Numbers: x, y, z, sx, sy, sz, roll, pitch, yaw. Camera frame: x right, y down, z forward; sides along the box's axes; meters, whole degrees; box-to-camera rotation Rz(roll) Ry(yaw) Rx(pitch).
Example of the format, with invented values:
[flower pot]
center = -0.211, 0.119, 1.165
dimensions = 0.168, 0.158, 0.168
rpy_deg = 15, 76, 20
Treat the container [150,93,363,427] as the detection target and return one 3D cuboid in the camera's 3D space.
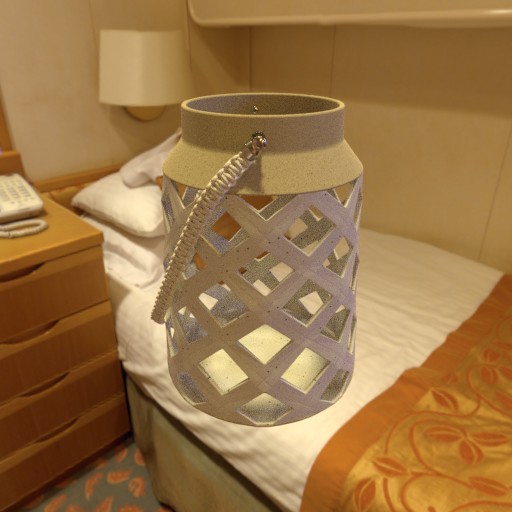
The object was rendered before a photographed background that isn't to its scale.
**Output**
[container]
center = 0.000, 0.000, 0.400
dimensions = 0.198, 0.264, 0.188
rpy_deg = -1, 27, -1
